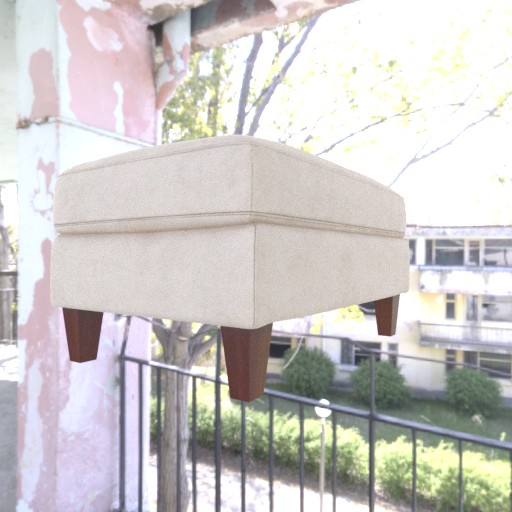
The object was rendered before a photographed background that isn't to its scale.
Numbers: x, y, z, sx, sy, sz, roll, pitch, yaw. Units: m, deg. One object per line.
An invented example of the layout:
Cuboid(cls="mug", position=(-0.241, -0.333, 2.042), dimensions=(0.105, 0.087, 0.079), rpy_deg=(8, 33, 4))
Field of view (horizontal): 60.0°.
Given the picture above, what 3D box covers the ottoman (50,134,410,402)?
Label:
Cuboid(cls="ottoman", position=(0.000, 0.000, 1.191), dimensions=(0.584, 0.483, 0.864), rpy_deg=(0, 0, 35))
